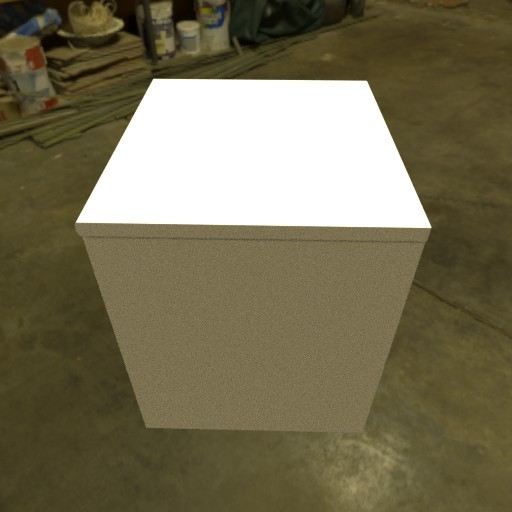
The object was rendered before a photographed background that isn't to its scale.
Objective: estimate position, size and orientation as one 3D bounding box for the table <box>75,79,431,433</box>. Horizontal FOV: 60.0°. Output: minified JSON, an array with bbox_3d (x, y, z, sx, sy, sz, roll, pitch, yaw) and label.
[{"bbox_3d":[0.000,0.000,0.779,0.380,0.460,0.420,1,42,1],"label":"table"}]
